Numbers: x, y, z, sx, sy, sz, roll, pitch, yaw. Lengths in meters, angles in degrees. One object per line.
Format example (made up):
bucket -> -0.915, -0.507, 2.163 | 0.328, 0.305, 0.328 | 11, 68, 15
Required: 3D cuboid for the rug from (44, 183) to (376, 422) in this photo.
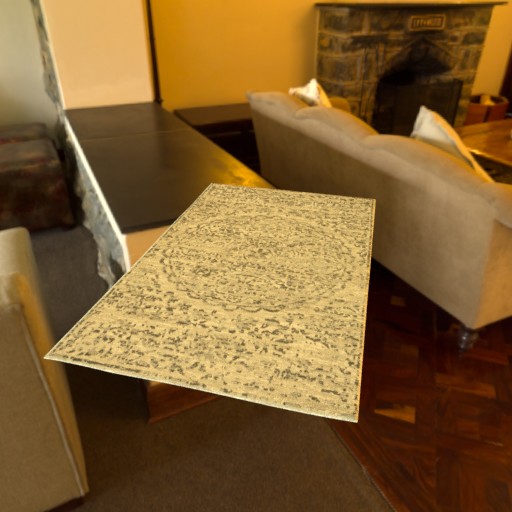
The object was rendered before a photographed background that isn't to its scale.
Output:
rug -> 0.000, 0.000, 3.041 | 1.527, 0.021, 2.447 | 8, 31, 13
